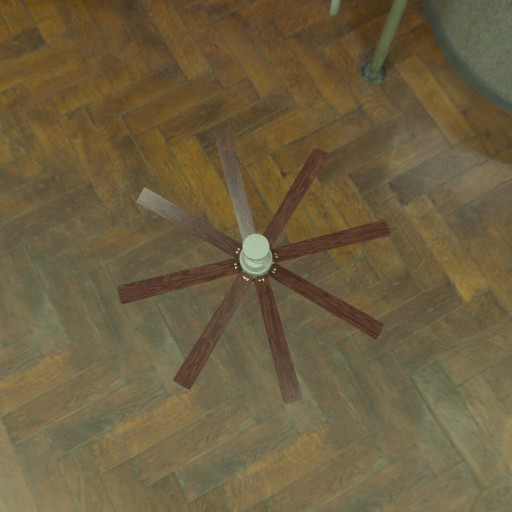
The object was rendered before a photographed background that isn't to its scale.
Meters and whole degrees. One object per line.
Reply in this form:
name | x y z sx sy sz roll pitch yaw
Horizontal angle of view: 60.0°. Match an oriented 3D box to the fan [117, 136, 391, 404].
fan | 0.000 0.000 2.788 1.830 0.472 1.830 -14 77 -3
